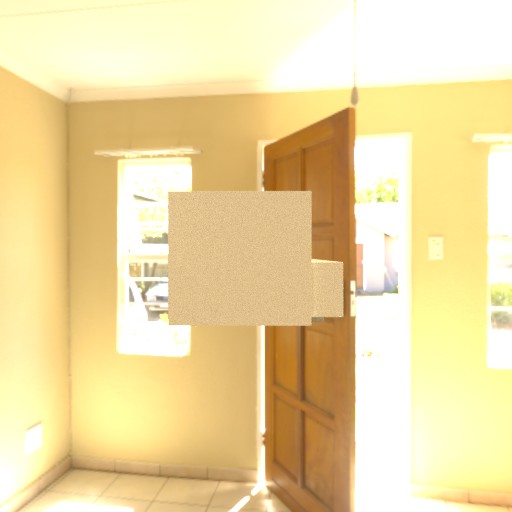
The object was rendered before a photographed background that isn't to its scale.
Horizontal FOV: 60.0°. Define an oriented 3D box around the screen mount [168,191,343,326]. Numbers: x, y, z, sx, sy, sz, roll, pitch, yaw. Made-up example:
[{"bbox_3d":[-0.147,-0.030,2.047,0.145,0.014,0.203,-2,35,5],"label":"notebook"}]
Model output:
[{"bbox_3d":[0.000,0.000,1.892,0.420,0.320,1.680,0,0,0],"label":"screen mount"}]
